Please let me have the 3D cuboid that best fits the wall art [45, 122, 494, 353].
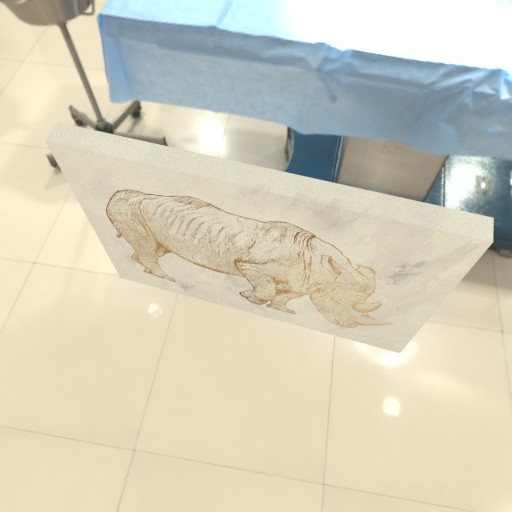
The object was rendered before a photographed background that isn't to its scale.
[{"bbox_3d":[0.000,0.000,0.764,0.609,0.407,0.038,14,60,8],"label":"wall art"}]
